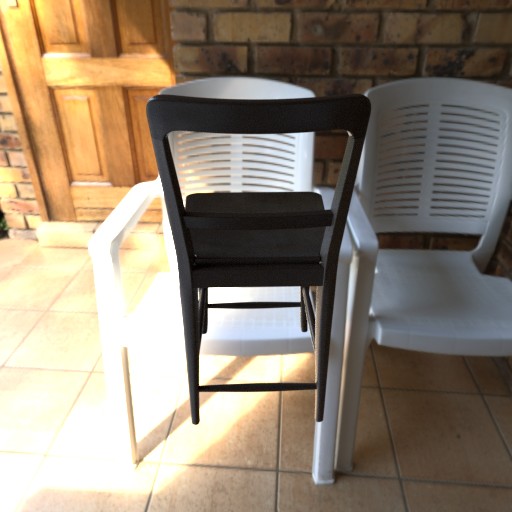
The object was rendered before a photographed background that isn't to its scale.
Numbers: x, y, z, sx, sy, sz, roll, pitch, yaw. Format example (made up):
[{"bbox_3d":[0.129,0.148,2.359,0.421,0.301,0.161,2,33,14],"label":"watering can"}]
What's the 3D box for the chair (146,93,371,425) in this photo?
[{"bbox_3d":[0.000,0.000,1.305,0.450,0.991,0.546,-1,30,-1],"label":"chair"}]
